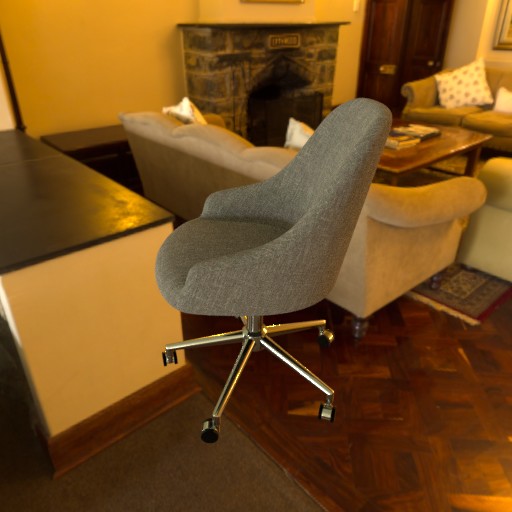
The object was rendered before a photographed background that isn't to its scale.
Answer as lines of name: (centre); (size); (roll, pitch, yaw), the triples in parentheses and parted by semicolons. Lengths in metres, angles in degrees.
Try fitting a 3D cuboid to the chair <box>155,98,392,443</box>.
chair: (0.000, 0.000, 1.436); (0.712, 0.950, 0.671); (0, 28, -1)
